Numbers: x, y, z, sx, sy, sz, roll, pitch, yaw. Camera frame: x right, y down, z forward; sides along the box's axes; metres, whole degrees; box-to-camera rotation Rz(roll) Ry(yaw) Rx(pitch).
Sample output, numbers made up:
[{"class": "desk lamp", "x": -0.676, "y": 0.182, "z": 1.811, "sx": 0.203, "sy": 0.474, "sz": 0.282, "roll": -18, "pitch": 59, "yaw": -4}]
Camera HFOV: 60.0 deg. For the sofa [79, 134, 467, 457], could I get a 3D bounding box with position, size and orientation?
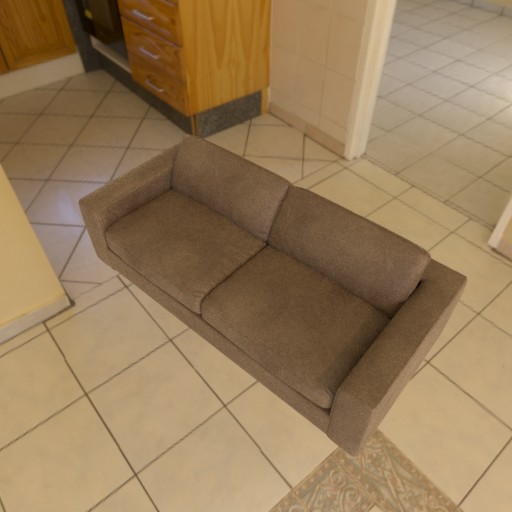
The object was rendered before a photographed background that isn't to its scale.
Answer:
[{"class": "sofa", "x": 0.000, "y": 0.000, "z": 2.826, "sx": 2.262, "sy": 0.801, "sz": 1.070, "roll": 32, "pitch": 54, "yaw": 27}]
